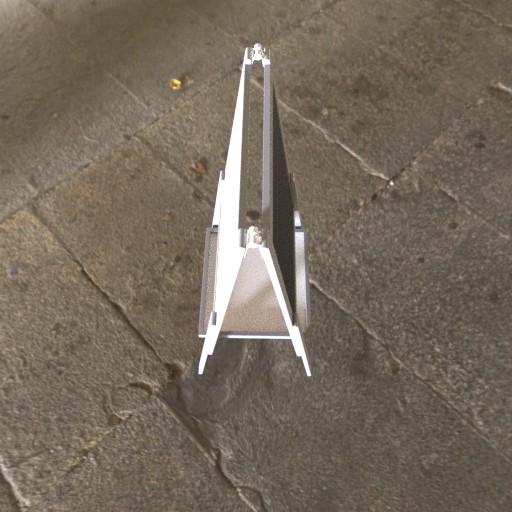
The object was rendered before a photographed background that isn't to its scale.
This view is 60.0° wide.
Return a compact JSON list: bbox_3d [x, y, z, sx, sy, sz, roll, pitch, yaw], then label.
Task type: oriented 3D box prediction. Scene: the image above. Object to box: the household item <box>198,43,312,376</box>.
[{"bbox_3d":[0.000,0.000,1.442,0.469,1.172,0.531,1,64,0],"label":"household item"}]
